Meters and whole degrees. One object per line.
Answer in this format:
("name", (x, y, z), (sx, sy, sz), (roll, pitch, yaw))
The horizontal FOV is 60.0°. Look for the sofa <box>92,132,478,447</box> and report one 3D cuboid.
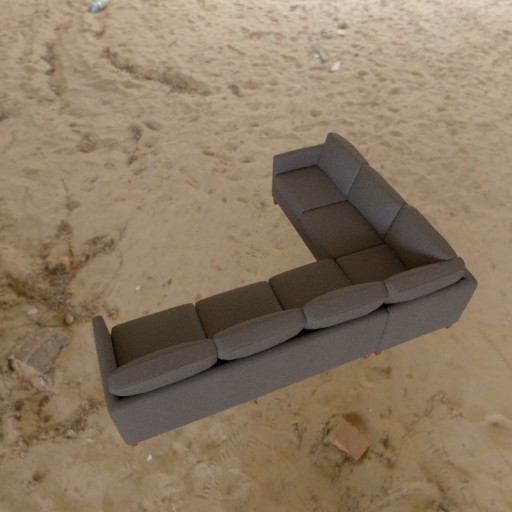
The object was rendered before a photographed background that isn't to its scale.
("sofa", (0.000, 0.000, 4.512), (3.302, 0.947, 2.593), (-16, 48, -15))
